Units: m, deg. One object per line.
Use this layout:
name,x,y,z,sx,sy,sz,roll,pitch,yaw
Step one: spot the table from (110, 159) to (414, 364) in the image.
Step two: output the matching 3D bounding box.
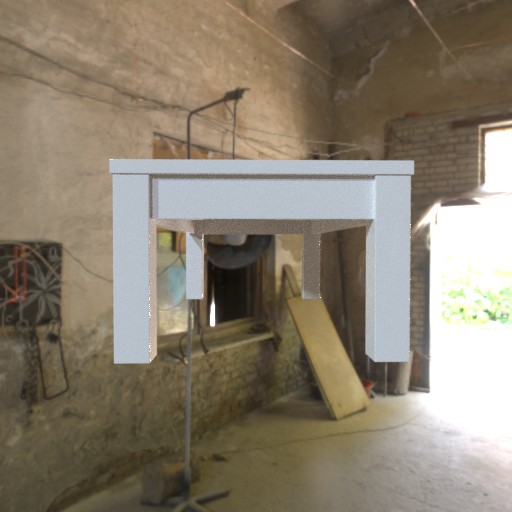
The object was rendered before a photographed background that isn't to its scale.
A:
table,0.000,0.000,1.696,0.700,0.470,1.350,0,1,-1
